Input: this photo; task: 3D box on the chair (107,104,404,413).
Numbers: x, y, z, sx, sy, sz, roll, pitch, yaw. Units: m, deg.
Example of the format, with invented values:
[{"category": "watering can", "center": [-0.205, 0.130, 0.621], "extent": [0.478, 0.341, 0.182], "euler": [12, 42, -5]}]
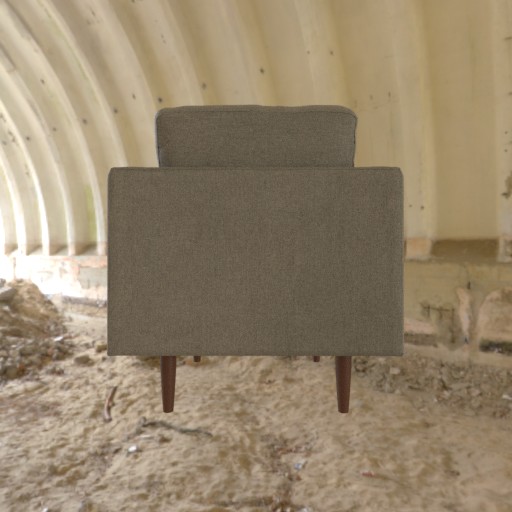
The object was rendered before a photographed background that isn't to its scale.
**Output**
[{"category": "chair", "center": [0.000, 0.000, 1.634], "extent": [0.855, 0.927, 0.800], "euler": [0, 0, 0]}]
